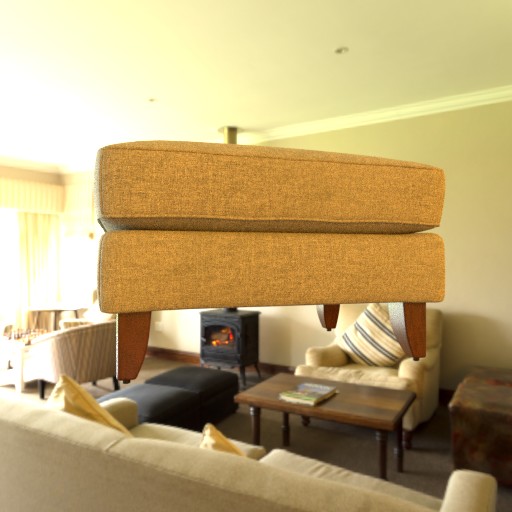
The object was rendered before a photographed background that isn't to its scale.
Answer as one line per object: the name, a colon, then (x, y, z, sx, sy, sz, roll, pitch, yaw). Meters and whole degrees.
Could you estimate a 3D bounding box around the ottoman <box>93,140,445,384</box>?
ottoman: (0.000, 0.000, 1.321, 0.889, 0.561, 0.661, 0, 0, -17)
